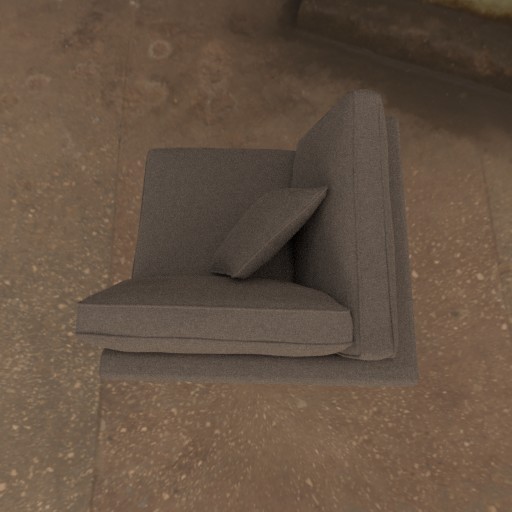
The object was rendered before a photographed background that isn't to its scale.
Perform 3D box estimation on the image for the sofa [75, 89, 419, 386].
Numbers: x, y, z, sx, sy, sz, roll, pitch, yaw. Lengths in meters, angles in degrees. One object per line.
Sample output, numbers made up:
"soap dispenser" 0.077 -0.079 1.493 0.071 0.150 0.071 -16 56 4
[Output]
"sofa" 0.000 0.000 1.962 1.146 1.002 1.084 1 74 0
